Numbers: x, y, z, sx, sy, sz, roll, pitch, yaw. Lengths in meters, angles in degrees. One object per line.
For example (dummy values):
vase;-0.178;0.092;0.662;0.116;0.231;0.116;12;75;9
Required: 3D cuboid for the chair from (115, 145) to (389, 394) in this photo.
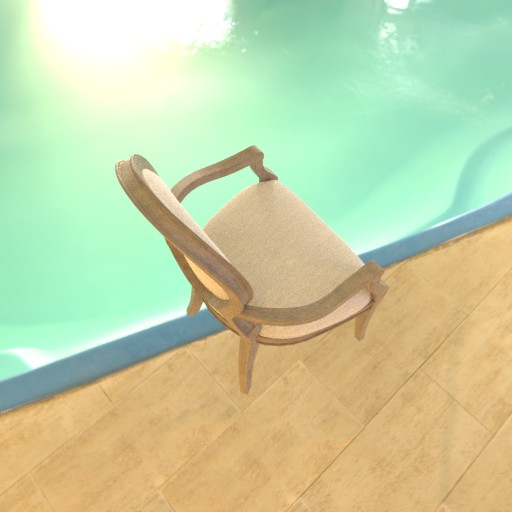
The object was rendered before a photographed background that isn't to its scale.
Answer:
chair;0.000;0.000;1.357;0.602;0.991;0.611;-32;63;-19
